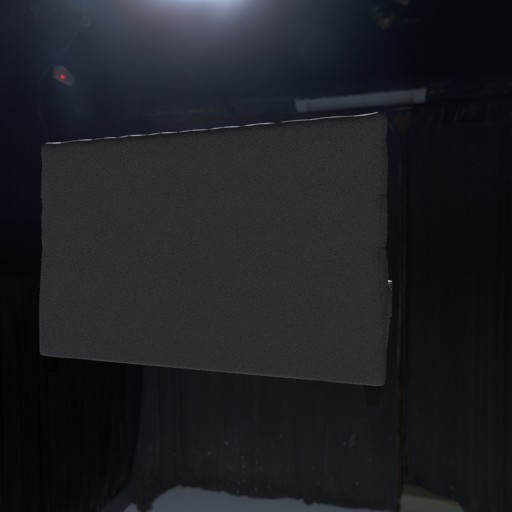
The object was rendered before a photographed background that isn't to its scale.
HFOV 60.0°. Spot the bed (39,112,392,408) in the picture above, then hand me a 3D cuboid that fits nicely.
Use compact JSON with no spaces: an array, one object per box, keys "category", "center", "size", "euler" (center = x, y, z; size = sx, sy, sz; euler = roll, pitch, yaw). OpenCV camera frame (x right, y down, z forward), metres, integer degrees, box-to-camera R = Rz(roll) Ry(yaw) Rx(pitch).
[{"category":"bed","center":[0.000,0.000,3.540],"size":[2.078,1.427,2.387],"euler":[0,1,18]}]
